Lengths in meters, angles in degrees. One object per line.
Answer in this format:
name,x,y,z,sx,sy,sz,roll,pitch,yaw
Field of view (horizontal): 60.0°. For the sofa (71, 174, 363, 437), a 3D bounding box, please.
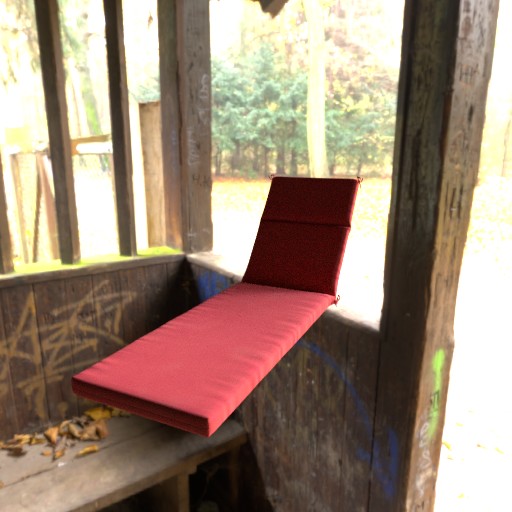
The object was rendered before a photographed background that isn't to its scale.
sofa,0.000,0.000,1.955,0.582,0.622,1.663,7,15,25
